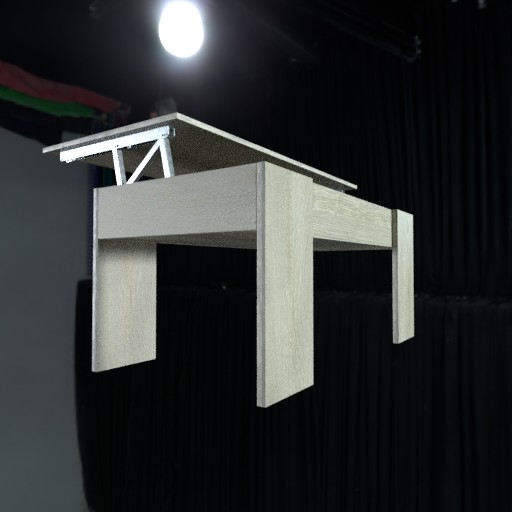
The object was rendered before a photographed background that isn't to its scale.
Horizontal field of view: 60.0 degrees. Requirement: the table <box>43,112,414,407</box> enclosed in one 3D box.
[{"bbox_3d":[0.000,0.000,1.400,0.711,0.570,1.000,-1,-2,34],"label":"table"}]
